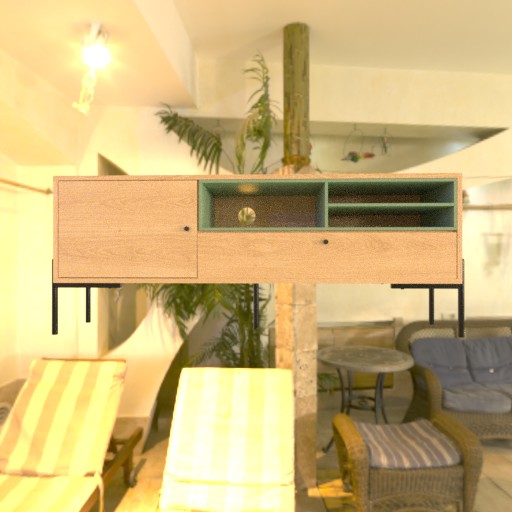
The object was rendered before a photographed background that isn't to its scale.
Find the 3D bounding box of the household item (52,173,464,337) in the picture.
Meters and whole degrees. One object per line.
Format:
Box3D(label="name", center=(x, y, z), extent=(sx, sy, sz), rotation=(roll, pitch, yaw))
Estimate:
Box3D(label="household item", center=(0.000, 0.000, 1.810), extent=(1.550, 0.600, 0.400), rotation=(0, 0, 2))
